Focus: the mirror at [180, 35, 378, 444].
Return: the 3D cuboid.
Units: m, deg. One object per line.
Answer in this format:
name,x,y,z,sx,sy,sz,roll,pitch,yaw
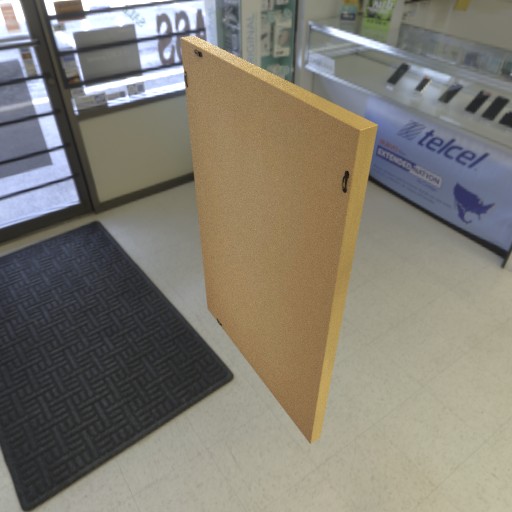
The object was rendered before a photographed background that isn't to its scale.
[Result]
mirror,0.000,0.000,1.138,0.040,0.915,0.609,-22,45,-24
